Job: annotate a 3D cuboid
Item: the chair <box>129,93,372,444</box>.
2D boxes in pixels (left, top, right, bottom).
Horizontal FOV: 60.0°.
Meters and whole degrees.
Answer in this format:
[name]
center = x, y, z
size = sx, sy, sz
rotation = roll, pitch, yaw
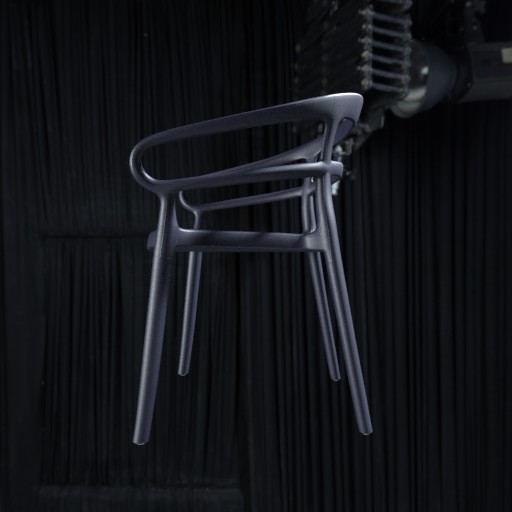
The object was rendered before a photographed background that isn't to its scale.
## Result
[chair]
center = 0.000, 0.000, 1.149
size = 0.527, 0.761, 0.559
rotation = 0, 1, 1
